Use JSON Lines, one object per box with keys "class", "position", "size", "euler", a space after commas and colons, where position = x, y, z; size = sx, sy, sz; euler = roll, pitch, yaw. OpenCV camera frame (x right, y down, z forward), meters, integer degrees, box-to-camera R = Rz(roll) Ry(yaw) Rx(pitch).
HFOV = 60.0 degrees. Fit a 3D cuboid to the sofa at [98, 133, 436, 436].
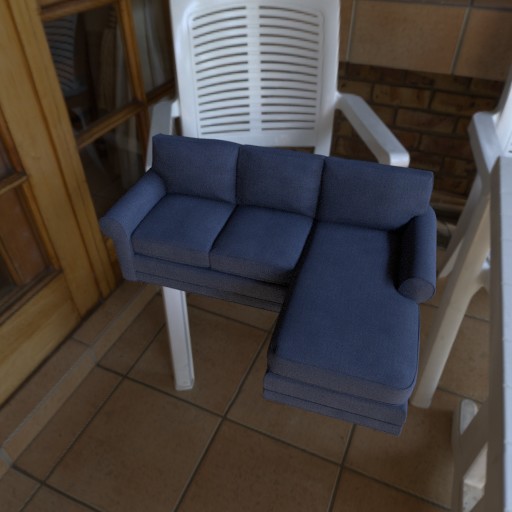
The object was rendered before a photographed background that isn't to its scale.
{"class": "sofa", "position": [0.000, 0.000, 3.367], "size": [2.567, 1.063, 1.780], "euler": [11, 41, 13]}
